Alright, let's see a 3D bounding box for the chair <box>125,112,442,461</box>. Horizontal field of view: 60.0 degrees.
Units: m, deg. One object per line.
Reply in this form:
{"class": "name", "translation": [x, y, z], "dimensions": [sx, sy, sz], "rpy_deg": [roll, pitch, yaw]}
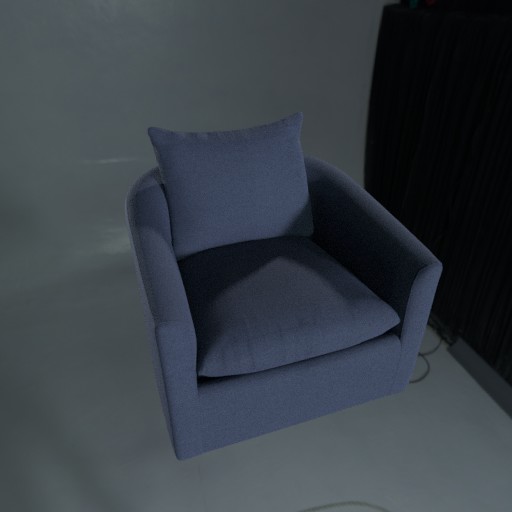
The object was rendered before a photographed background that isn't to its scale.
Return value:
{"class": "chair", "translation": [0.000, 0.000, 1.587], "dimensions": [0.845, 0.848, 0.910], "rpy_deg": [-11, 33, -17]}
